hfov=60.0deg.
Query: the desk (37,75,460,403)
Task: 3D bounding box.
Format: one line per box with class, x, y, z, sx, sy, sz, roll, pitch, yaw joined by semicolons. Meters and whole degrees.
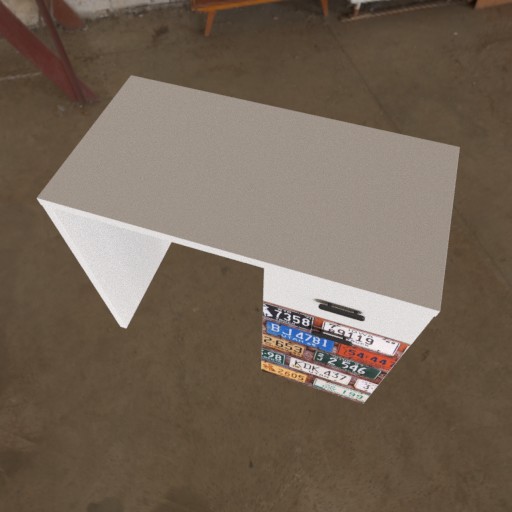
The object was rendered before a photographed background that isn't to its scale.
desk;0.000;0.000;1.354;0.898;0.730;0.482;16;59;10
